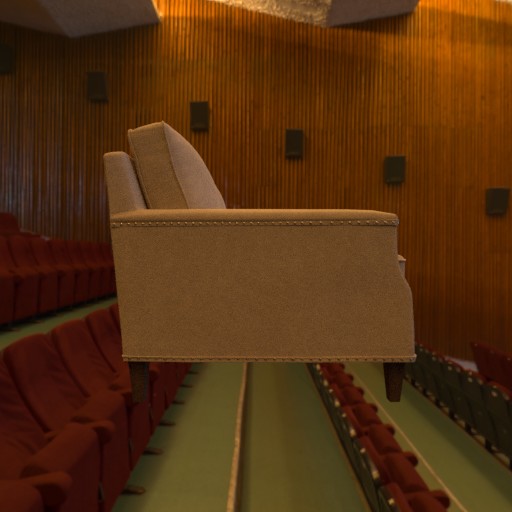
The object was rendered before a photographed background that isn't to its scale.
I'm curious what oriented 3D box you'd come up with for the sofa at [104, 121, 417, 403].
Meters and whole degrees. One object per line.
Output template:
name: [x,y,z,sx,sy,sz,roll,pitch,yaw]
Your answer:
sofa: [0.000,0.000,2.260,1.084,1.002,1.597,0,0,0]
